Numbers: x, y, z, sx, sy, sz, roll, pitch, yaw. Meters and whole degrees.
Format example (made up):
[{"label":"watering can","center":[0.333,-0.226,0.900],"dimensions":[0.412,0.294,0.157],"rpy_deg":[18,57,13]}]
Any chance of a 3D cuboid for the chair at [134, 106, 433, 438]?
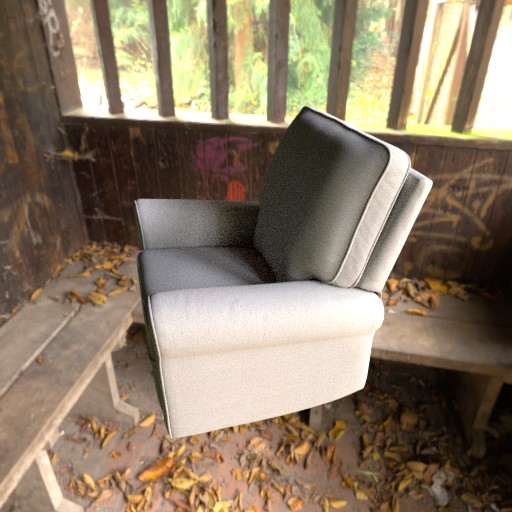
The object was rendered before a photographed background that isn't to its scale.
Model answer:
[{"label":"chair","center":[0.000,0.000,1.672],"dimensions":[0.878,0.960,0.890],"rpy_deg":[-8,32,-14]}]
